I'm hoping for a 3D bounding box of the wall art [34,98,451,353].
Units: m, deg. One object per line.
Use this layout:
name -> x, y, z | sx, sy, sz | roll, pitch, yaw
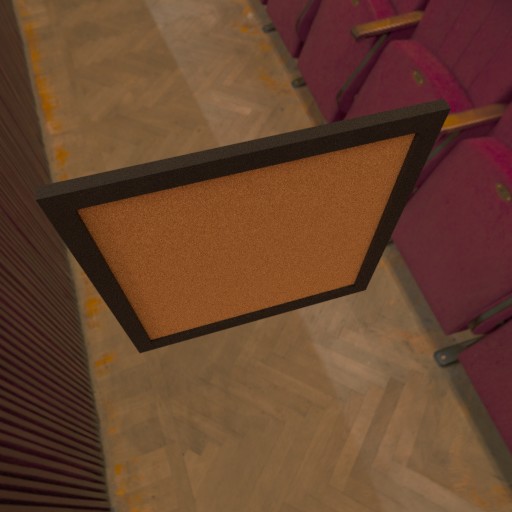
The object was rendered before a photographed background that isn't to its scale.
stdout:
wall art -> 0.000, 0.000, 1.485 | 1.016, 1.016, 0.038 | -14, 60, -9
